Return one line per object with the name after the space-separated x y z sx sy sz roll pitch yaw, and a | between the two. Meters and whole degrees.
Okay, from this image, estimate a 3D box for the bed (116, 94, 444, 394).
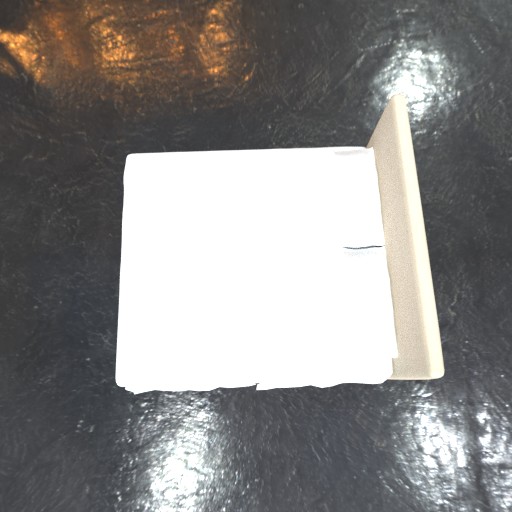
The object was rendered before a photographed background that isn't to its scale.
0.000 0.000 3.609 2.319 1.317 2.119 -2 75 -1 | bed
